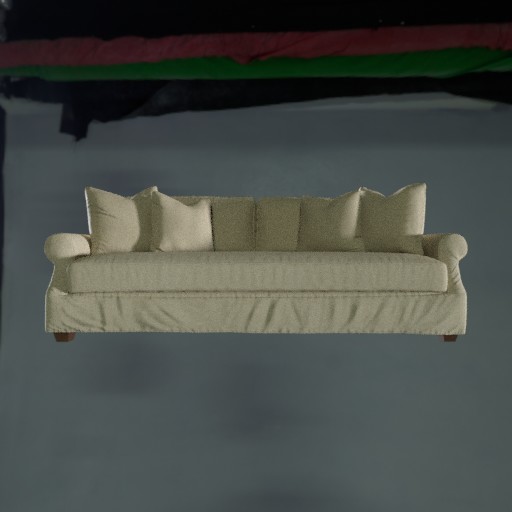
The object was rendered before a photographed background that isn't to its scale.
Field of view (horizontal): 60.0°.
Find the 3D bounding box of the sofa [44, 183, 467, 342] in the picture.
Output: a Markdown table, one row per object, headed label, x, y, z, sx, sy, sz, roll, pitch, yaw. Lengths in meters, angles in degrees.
| label | x | y | z | sx | sy | sz | roll | pitch | yaw |
| --- | --- | --- | --- | --- | --- | --- | --- | --- | --- |
| sofa | 0.000 | 0.000 | 2.770 | 2.285 | 0.904 | 1.067 | 0 | -1 | 0 |
